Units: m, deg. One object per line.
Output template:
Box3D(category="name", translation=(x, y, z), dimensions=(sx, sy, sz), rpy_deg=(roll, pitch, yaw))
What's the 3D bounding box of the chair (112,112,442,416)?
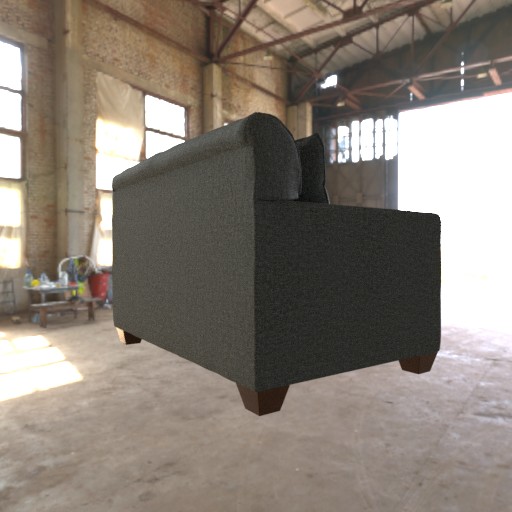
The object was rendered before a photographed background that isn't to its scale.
Box3D(category="chair", translation=(0.000, 0.000, 2.127), dimensions=(1.000, 0.948, 1.383), rpy_deg=(-1, 1, -35))
